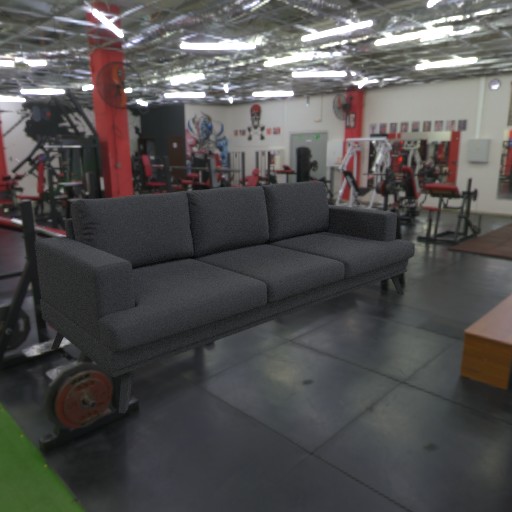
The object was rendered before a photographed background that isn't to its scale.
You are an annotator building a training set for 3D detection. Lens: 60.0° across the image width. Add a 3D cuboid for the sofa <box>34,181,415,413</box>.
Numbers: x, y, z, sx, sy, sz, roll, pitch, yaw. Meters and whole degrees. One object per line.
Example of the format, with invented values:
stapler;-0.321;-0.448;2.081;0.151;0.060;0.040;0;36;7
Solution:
sofa;0.000;0.000;2.756;2.310;0.810;0.920;-12;18;-41
